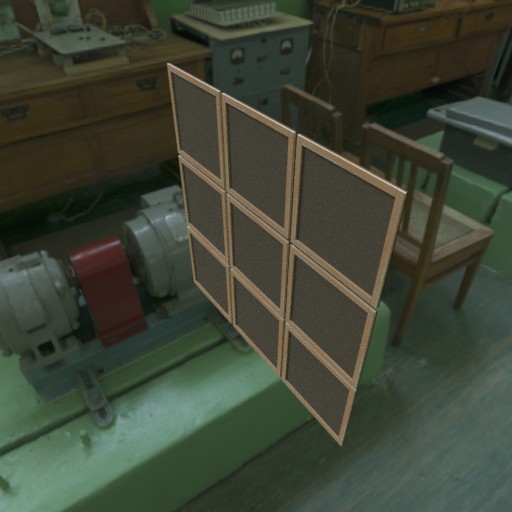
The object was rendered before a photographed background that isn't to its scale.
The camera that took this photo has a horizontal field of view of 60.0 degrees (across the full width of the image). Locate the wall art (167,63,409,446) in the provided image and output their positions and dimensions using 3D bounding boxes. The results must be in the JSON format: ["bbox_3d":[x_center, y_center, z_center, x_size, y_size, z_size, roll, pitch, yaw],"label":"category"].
[{"bbox_3d":[0.000,0.000,1.814,0.013,1.218,1.216,-25,46,-27],"label":"wall art"}]
